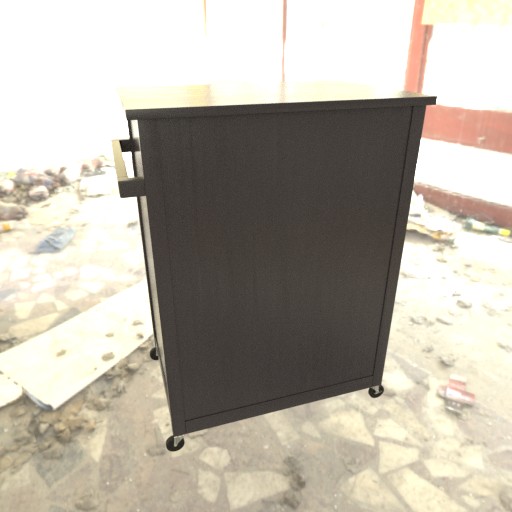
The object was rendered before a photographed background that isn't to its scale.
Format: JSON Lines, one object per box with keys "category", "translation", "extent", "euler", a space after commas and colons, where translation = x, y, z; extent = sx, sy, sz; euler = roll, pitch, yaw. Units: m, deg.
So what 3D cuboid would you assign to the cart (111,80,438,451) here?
{"category": "cart", "translation": [0.000, 0.000, 1.252], "extent": [0.690, 0.878, 0.449], "euler": [-8, 27, -16]}
